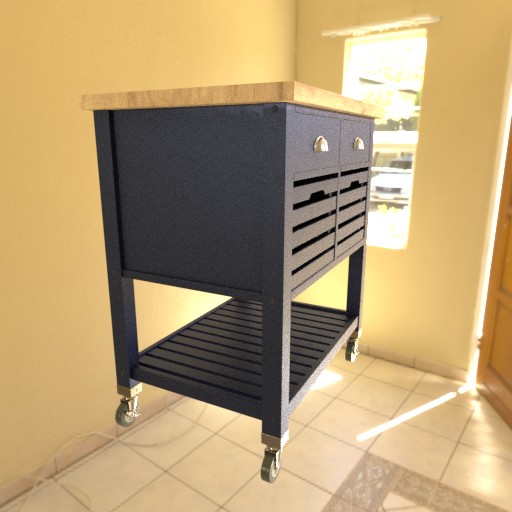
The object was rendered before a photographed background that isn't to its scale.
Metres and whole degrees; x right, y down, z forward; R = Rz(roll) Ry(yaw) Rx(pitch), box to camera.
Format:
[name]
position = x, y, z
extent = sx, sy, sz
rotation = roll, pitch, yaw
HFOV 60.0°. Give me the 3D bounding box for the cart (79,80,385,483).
[cart]
position = 0.000, 0.000, 1.399
extent = 0.567, 0.920, 0.797
rotation = 7, 16, 27
